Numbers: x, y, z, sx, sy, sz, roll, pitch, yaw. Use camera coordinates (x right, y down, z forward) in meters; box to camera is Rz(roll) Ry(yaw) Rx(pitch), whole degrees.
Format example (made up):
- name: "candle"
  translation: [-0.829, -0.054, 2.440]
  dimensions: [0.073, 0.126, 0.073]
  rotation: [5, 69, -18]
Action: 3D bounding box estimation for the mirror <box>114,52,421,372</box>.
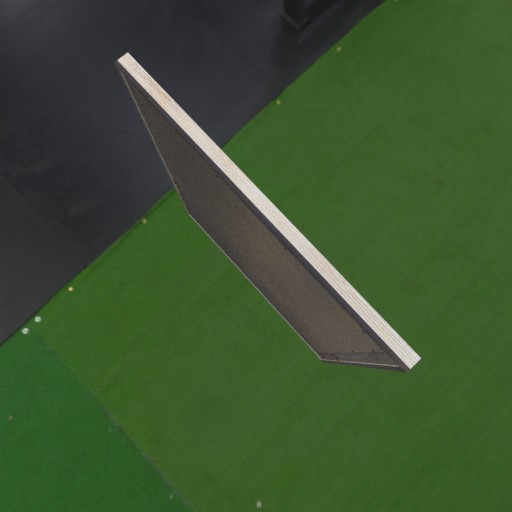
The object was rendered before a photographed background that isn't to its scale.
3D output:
- name: "mirror"
  translation: [0.000, 0.000, 1.175]
  dimensions: [0.032, 0.882, 0.730]
  rotation: [-41, 81, -8]
